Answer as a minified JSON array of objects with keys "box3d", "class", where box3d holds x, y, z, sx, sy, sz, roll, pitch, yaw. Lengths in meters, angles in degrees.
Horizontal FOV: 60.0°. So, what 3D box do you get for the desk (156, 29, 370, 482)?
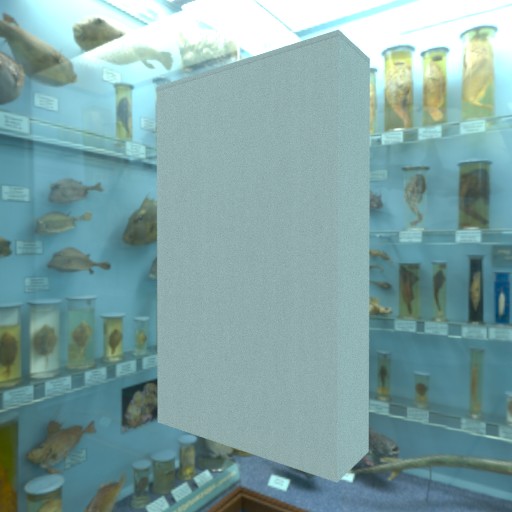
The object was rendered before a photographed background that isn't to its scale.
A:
[{"box3d":[0.000,0.000,1.571,0.750,1.280,0.250,1,1,36],"class":"desk"}]
